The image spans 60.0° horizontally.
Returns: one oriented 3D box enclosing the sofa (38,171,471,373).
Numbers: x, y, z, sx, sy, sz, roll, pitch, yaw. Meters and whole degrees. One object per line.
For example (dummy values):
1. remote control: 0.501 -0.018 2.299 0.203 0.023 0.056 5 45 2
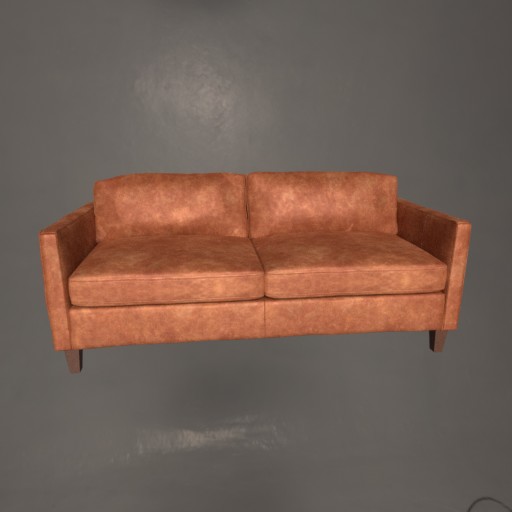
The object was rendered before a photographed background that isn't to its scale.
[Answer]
1. sofa: 0.000 0.000 2.434 1.971 0.863 0.923 -2 16 -6
